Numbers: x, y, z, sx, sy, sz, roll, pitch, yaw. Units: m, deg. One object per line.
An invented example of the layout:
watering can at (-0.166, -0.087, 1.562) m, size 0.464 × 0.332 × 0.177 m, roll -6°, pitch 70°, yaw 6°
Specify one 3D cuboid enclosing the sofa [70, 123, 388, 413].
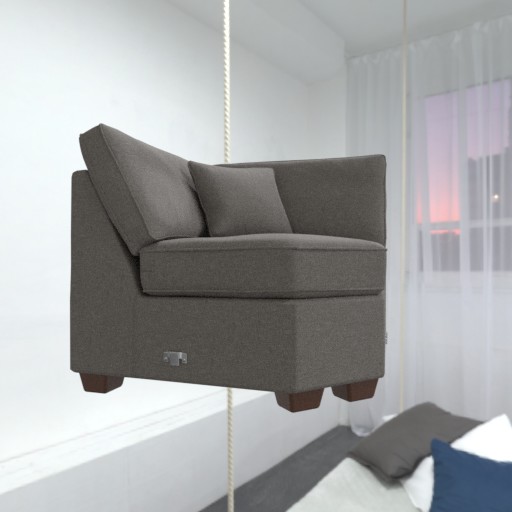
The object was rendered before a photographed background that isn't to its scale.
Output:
sofa at (0.000, 0.000, 1.824) m, size 1.042 × 0.951 × 1.050 m, roll 0°, pitch -1°, yaw 17°
